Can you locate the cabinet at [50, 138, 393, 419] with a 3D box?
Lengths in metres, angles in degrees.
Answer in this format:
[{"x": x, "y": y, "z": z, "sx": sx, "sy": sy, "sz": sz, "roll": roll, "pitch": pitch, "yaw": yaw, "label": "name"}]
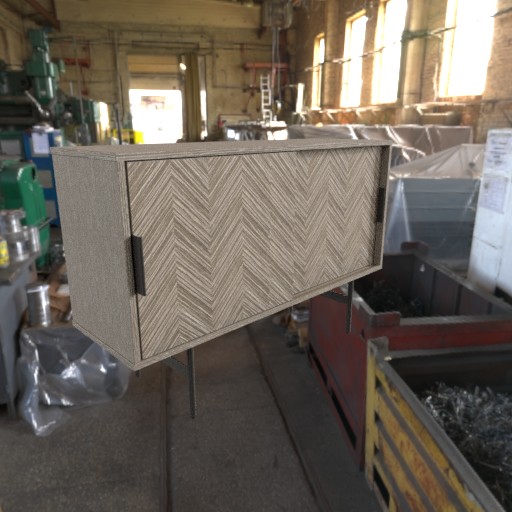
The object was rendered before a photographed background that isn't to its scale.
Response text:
[{"x": 0.000, "y": 0.000, "z": 1.594, "sx": 1.194, "sy": 0.787, "sz": 0.405, "roll": -16, "pitch": 23, "yaw": -42, "label": "cabinet"}]
